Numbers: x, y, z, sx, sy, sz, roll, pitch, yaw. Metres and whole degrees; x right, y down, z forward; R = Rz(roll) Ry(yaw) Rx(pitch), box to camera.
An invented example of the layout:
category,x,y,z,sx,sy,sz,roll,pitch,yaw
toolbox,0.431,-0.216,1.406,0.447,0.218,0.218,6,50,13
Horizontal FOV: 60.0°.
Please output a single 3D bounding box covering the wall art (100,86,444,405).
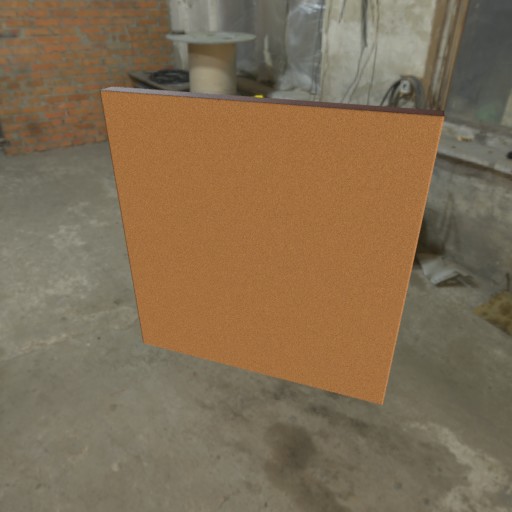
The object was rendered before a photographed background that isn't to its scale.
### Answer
category,x,y,z,sx,sy,sz,roll,pitch,yaw
wall art,0.000,0.000,0.841,0.554,0.572,0.037,10,32,17
